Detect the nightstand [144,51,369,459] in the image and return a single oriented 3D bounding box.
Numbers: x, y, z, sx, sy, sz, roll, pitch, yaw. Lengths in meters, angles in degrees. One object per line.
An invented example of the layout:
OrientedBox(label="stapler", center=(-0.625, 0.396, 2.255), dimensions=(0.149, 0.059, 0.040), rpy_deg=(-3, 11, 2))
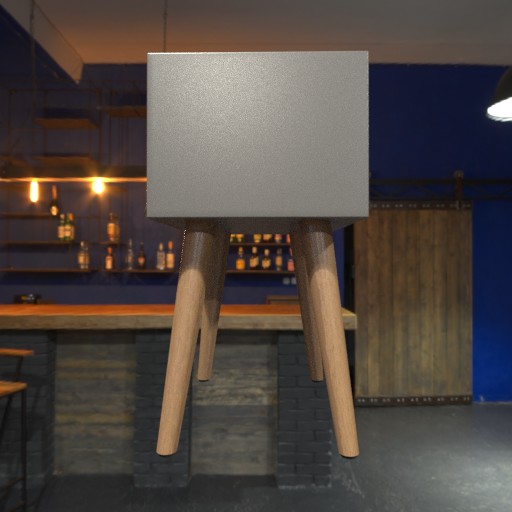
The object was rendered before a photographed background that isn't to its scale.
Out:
OrientedBox(label="nightstand", center=(0.000, 0.000, 0.737), dimensions=(0.288, 0.508, 0.370), rpy_deg=(0, 0, 1))
